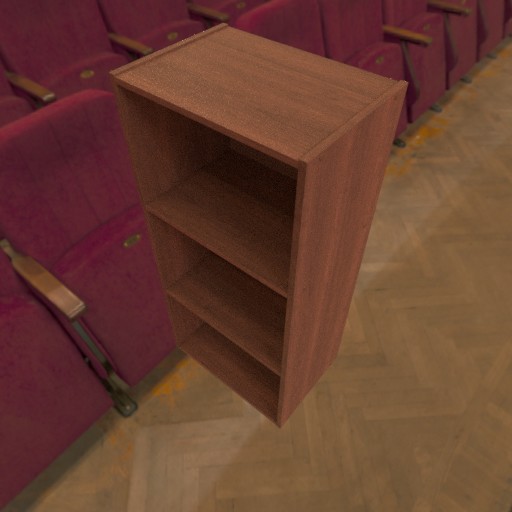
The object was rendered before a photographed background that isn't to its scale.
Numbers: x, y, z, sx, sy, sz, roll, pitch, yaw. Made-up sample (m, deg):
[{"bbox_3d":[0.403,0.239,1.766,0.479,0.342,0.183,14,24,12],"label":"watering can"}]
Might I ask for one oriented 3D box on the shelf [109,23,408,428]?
[{"bbox_3d":[0.000,0.000,1.063,0.414,0.879,0.290,31,54,26],"label":"shelf"}]
